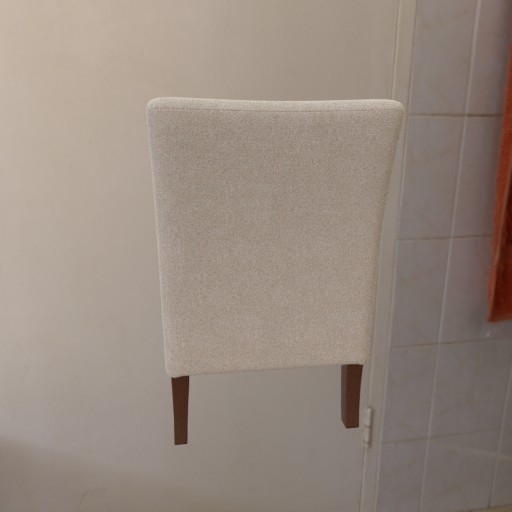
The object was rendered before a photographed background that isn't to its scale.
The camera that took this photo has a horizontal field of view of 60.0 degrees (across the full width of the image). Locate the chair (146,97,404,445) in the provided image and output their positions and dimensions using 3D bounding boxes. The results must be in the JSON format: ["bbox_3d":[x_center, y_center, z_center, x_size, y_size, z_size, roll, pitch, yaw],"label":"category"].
[{"bbox_3d":[0.000,0.000,1.309,0.521,0.833,0.754,-2,16,-7],"label":"chair"}]
